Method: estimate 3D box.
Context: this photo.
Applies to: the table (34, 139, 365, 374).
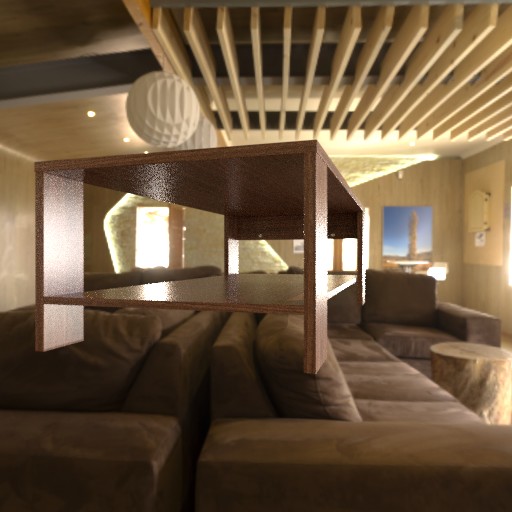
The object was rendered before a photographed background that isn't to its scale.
[{"bbox_3d":[0.000,0.000,1.417,0.600,0.400,1.200,0,0,18],"label":"table"}]
